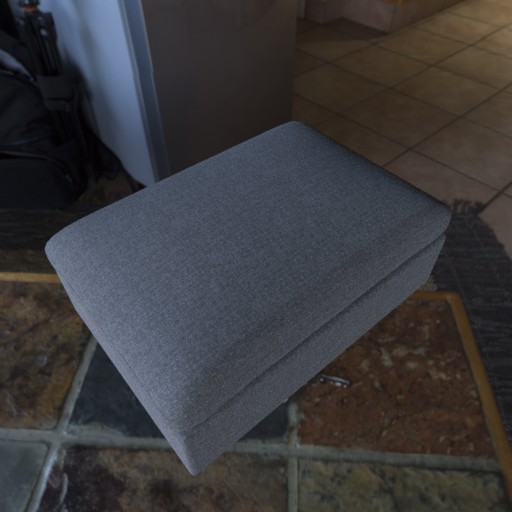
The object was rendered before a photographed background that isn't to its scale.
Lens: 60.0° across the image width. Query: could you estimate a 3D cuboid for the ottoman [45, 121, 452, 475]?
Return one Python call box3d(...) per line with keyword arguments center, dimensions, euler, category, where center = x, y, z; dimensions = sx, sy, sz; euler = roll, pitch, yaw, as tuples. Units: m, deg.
box3d(center=(0.000, 0.000, 1.414), dimensions=(1.041, 0.483, 0.711), euler=(-32, 55, -26), category="ottoman")
